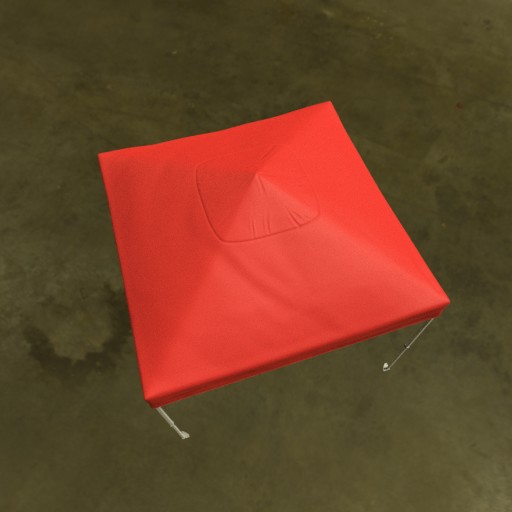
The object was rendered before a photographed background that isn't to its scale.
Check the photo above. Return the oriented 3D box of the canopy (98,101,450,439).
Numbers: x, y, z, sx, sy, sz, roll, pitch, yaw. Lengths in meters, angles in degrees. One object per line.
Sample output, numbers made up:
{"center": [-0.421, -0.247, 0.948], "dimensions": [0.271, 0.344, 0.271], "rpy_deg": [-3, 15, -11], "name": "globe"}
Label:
{"center": [0.000, 0.000, 5.382], "dimensions": [2.996, 2.997, 2.998], "rpy_deg": [-16, 61, -9], "name": "canopy"}
